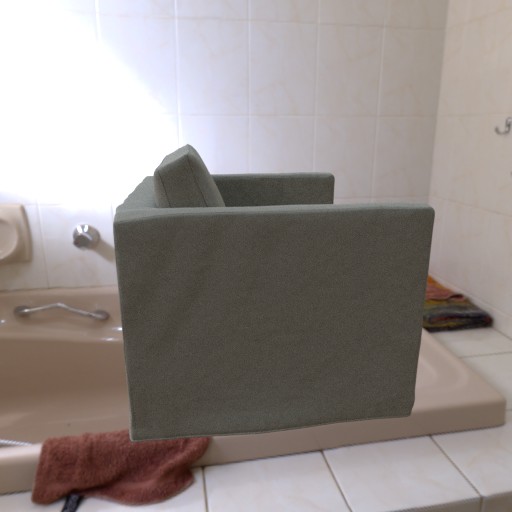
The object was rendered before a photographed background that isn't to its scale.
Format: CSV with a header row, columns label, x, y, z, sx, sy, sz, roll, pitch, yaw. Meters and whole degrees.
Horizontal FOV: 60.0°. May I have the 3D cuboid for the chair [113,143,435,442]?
label,x,y,z,sx,sy,sz,roll,pitch,yaw
chair,0.000,0.000,1.782,0.949,0.863,1.057,-2,16,-8
